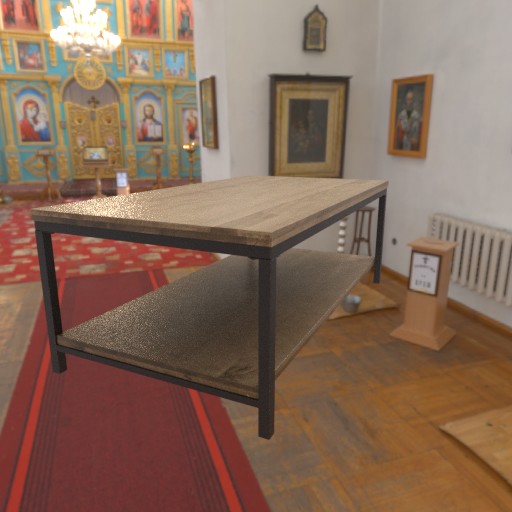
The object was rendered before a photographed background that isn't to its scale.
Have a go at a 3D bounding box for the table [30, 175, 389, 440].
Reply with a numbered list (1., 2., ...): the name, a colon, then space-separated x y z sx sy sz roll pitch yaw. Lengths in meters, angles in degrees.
1. table: 0.000 0.000 1.349 0.574 0.393 1.062 7 16 25
